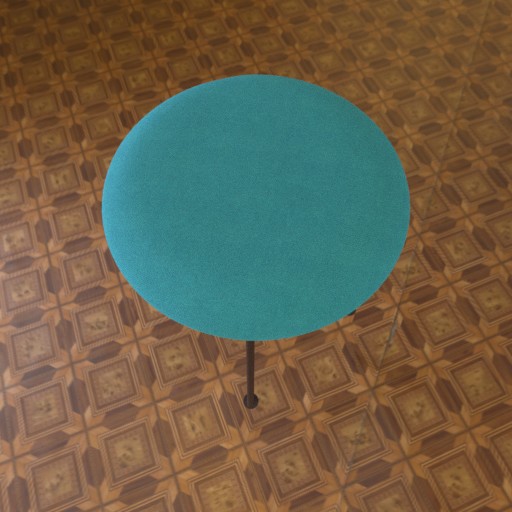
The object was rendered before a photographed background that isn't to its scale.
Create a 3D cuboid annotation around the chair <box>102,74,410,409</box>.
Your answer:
[{"bbox_3d":[0.000,0.000,0.665,0.350,0.430,0.350,33,68,15],"label":"chair"}]
